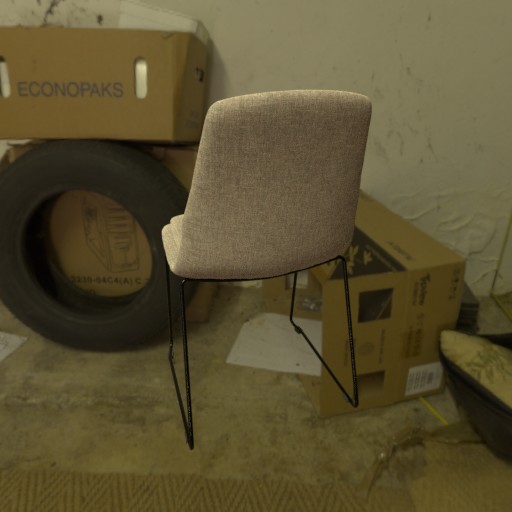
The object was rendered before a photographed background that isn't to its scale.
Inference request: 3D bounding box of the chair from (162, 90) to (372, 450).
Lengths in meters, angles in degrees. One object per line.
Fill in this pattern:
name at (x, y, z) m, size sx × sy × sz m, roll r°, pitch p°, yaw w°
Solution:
chair at (0.000, 0.000, 1.156) m, size 0.479 × 0.858 × 0.518 m, roll -8°, pitch 27°, yaw -16°
